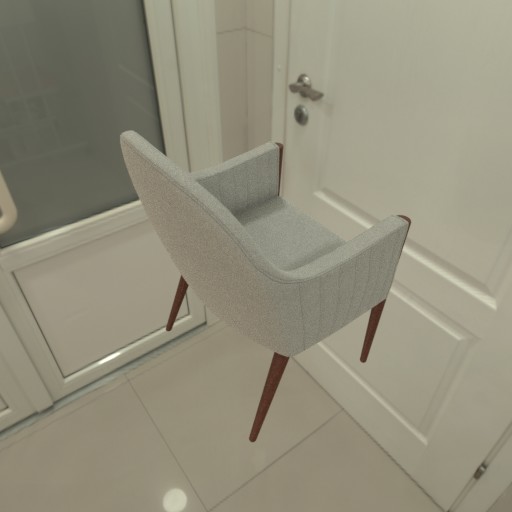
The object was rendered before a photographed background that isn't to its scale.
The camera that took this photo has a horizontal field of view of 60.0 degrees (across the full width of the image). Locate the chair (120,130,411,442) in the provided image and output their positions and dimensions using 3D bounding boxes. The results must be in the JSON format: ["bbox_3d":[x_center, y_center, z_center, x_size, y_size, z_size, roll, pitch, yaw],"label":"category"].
[{"bbox_3d":[0.000,0.000,1.323,0.620,0.889,0.610,-26,47,-27],"label":"chair"}]
